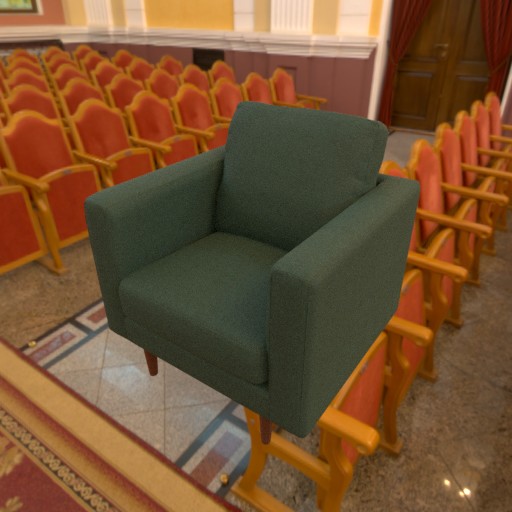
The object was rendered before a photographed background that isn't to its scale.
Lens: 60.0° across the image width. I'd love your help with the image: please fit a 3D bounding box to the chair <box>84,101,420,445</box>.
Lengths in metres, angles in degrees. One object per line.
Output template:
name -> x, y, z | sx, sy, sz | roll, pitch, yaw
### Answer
chair -> 0.000, 0.000, 1.567 | 0.855, 0.927, 0.800 | 19, 35, 30
